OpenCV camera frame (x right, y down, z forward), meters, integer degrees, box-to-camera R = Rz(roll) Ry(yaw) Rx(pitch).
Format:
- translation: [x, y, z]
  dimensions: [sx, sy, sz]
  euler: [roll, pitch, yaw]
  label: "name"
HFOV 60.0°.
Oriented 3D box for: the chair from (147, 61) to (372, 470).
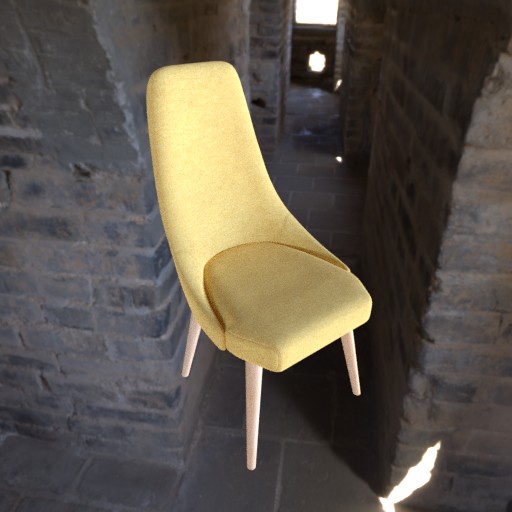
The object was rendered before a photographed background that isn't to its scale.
- translation: [0.000, 0.000, 1.374]
  dimensions: [0.510, 1.040, 0.660]
  euler: [-22, 37, -31]
  label: "chair"
